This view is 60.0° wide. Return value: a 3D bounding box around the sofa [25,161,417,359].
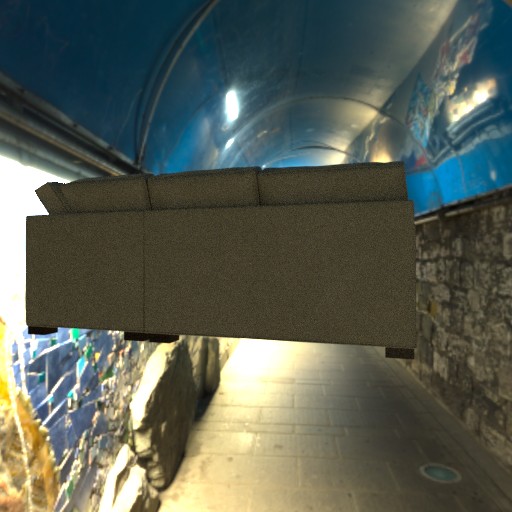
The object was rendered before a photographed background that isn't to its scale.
[{"bbox_3d":[0.000,0.000,3.317,2.188,0.936,2.211,0,0,17],"label":"sofa"}]
